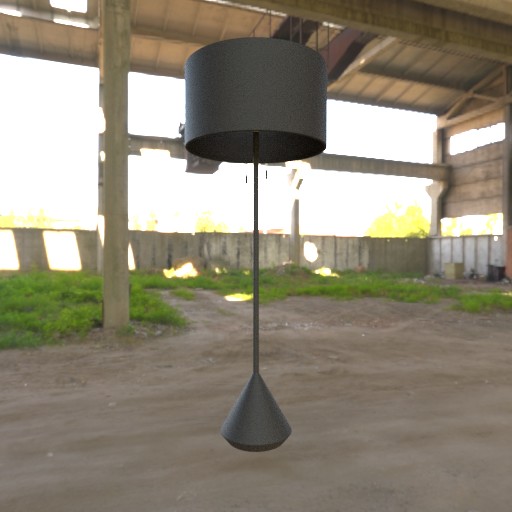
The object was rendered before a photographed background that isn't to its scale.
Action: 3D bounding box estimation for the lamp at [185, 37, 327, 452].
[{"bbox_3d":[0.000,0.000,1.833,0.580,1.526,0.580,0,1,37],"label":"lamp"}]
